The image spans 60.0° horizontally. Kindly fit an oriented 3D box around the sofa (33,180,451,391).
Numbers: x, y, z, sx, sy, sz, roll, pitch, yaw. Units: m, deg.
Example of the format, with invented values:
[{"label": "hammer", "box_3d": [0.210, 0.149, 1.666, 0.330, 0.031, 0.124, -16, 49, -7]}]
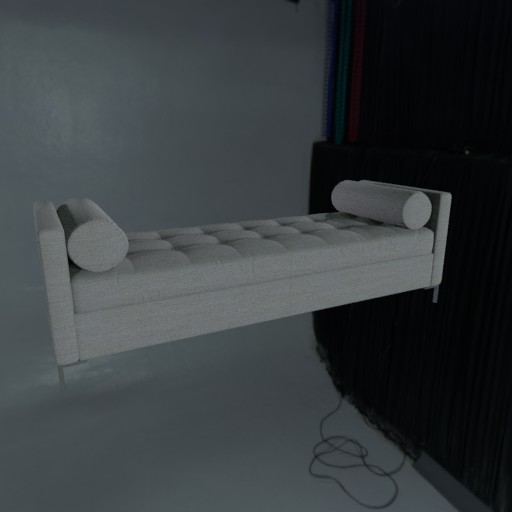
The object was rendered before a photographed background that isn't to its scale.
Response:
[{"label": "sofa", "box_3d": [0.000, 0.000, 2.276, 1.981, 0.635, 0.686, -8, 18, -26]}]
